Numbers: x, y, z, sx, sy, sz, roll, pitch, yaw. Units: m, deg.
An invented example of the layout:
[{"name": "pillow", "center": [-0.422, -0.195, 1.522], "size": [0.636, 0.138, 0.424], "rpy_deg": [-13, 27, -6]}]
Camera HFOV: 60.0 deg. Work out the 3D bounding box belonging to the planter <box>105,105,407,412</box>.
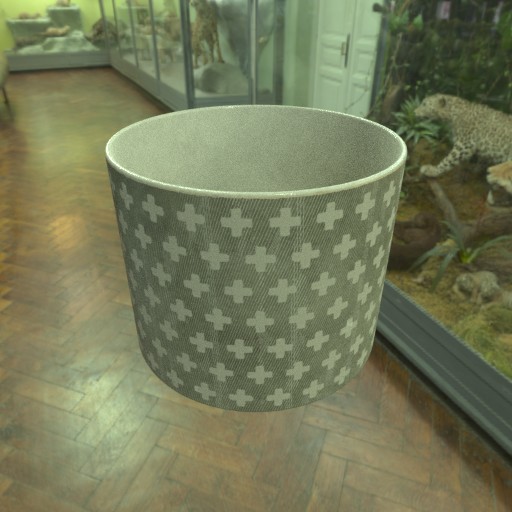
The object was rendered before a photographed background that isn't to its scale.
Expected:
[{"name": "planter", "center": [0.000, 0.000, 0.336], "size": [0.190, 0.181, 0.190], "rpy_deg": [0, 31, 0]}]
